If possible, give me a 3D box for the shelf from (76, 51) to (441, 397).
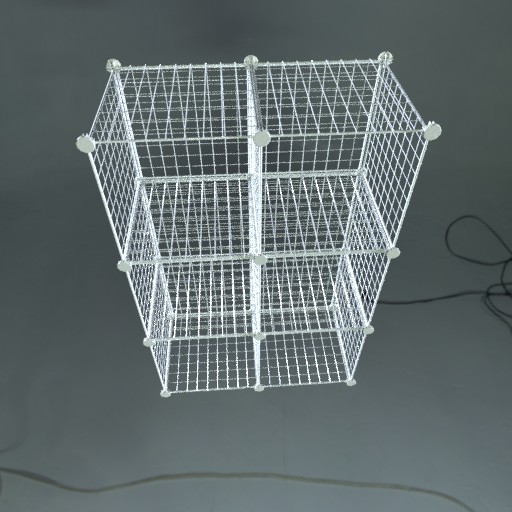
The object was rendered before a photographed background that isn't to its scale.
[{"bbox_3d":[0.000,0.000,1.359,0.711,1.067,0.356,-3,46,-3],"label":"shelf"}]
